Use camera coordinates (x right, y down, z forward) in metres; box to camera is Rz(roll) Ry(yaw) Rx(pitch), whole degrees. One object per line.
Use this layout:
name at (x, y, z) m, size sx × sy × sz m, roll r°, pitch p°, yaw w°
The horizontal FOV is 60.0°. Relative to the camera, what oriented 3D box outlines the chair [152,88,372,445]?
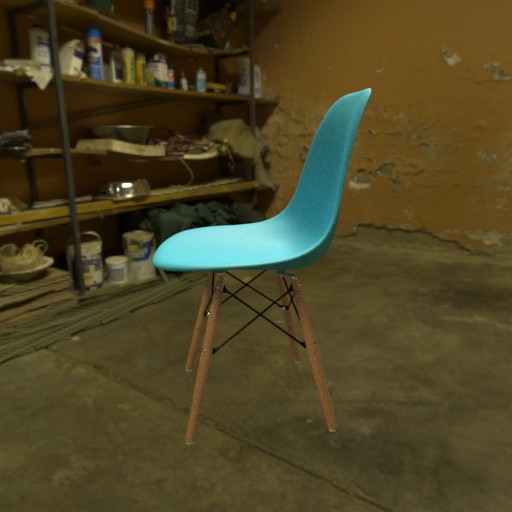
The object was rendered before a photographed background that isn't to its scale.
chair at (0.000, 0.000, 1.165) m, size 0.531 × 0.826 × 0.470 m, roll -2°, pitch 14°, yaw -8°
